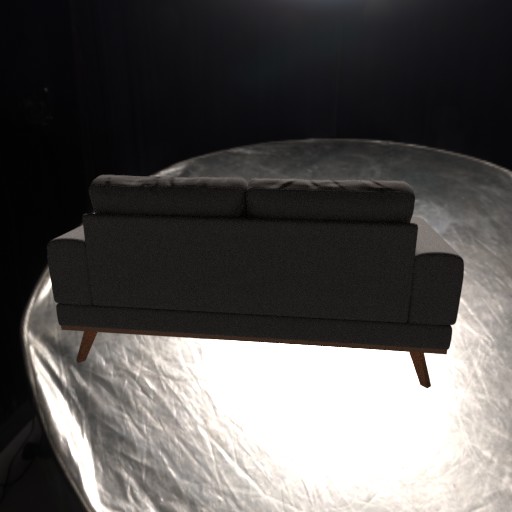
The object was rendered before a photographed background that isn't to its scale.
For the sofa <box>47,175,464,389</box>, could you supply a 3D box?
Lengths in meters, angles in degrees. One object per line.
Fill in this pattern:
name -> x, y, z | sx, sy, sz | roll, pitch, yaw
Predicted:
sofa -> 0.000, 0.000, 2.100 | 1.650, 0.810, 0.785 | 2, 18, 7
